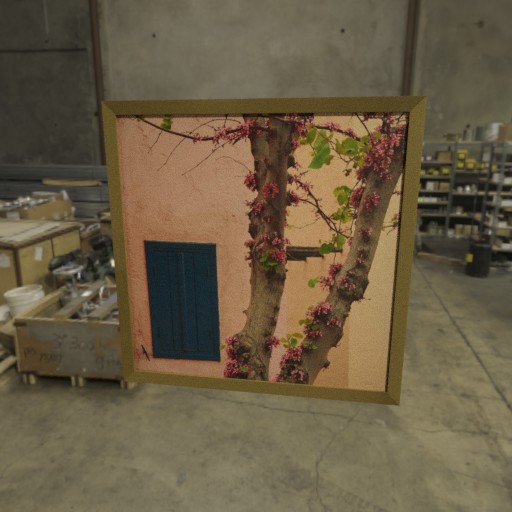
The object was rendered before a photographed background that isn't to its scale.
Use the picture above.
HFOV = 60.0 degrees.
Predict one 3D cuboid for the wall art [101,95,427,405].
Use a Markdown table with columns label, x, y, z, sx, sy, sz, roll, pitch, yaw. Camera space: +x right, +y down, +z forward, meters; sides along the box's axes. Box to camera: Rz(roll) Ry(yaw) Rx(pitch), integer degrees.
| label | x | y | z | sx | sy | sz | roll | pitch | yaw |
| --- | --- | --- | --- | --- | --- | --- | --- | --- | --- |
| wall art | 0.000 | 0.000 | 1.138 | 0.762 | 0.762 | 0.038 | 2 | 14 | 9 |
